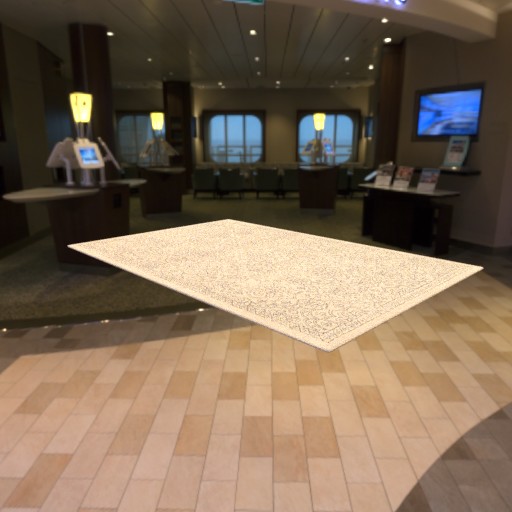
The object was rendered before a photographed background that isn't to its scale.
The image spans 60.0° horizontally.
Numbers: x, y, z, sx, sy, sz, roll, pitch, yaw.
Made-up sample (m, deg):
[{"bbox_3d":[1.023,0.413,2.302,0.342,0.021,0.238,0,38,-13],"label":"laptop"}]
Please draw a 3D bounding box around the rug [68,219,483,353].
[{"bbox_3d":[0.000,0.000,2.307,1.219,0.010,1.829,-14,20,-43],"label":"rug"}]
